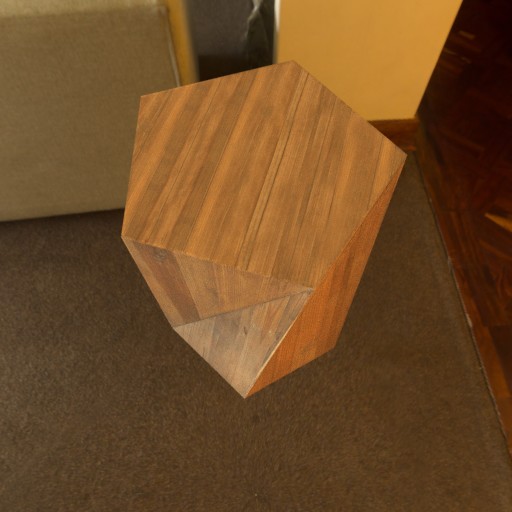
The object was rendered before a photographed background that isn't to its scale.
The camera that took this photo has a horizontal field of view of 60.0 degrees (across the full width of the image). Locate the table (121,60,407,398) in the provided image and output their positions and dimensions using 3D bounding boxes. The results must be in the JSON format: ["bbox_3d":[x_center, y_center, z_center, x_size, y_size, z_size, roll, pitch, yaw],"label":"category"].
[{"bbox_3d":[0.000,0.000,0.907,0.441,0.604,0.425,33,67,16],"label":"table"}]
